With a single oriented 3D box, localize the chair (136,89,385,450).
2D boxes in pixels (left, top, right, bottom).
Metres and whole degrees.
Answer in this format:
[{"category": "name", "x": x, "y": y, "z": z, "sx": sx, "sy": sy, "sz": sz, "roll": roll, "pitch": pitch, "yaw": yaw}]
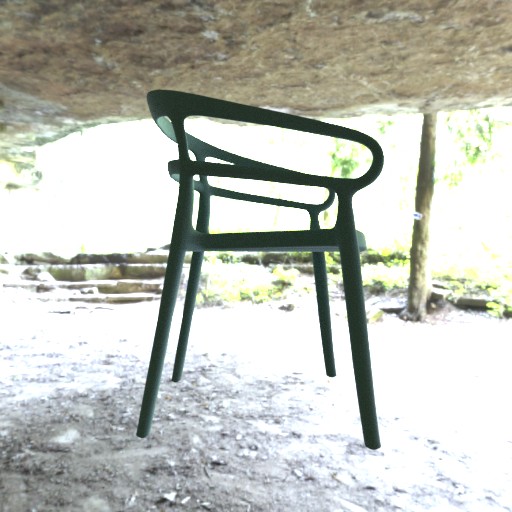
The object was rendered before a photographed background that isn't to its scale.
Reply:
[{"category": "chair", "x": 0.000, "y": 0.000, "z": 1.127, "sx": 0.527, "sy": 0.761, "sz": 0.559, "roll": 0, "pitch": 1, "yaw": 0}]
